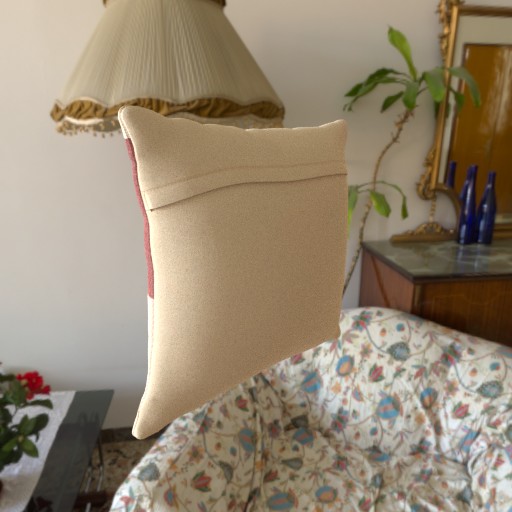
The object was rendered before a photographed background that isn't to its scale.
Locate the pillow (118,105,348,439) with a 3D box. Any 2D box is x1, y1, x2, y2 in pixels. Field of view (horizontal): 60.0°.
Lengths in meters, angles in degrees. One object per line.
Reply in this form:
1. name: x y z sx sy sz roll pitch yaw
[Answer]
1. pillow: 0.000 0.000 0.814 0.536 0.506 0.229 -15 21 -42
